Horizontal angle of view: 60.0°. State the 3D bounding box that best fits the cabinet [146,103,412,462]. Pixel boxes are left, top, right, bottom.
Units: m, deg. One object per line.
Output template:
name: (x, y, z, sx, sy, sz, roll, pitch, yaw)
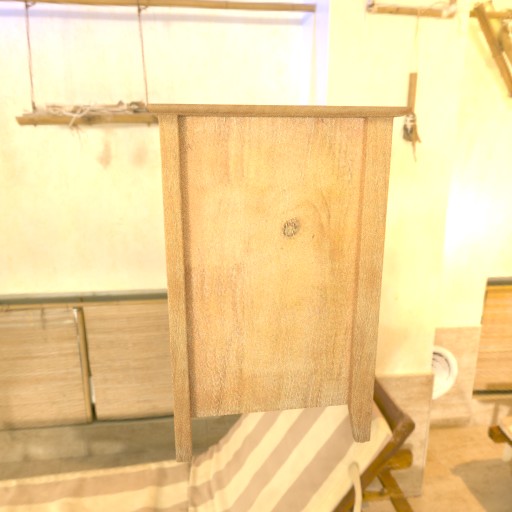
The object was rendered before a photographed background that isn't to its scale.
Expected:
cabinet: (0.000, 0.000, 1.269, 0.503, 0.762, 0.763, -2, 14, -8)
